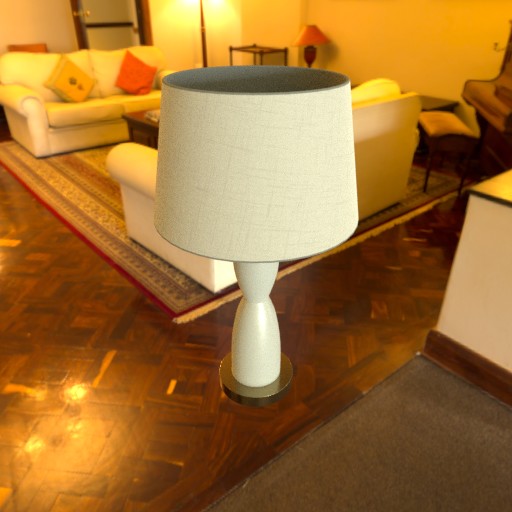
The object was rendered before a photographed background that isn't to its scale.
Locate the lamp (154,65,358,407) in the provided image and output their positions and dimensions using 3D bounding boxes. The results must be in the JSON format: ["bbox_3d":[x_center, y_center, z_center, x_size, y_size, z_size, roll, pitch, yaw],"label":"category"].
[{"bbox_3d":[0.000,0.000,0.721,0.309,0.545,0.309,0,30,0],"label":"lamp"}]
